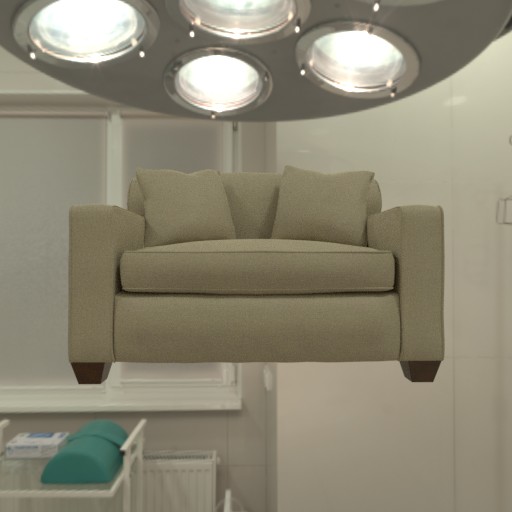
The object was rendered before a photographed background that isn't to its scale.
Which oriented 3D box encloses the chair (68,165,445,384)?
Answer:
[{"bbox_3d":[0.000,0.000,2.059,1.383,0.948,1.000,0,-1,-1],"label":"chair"}]
